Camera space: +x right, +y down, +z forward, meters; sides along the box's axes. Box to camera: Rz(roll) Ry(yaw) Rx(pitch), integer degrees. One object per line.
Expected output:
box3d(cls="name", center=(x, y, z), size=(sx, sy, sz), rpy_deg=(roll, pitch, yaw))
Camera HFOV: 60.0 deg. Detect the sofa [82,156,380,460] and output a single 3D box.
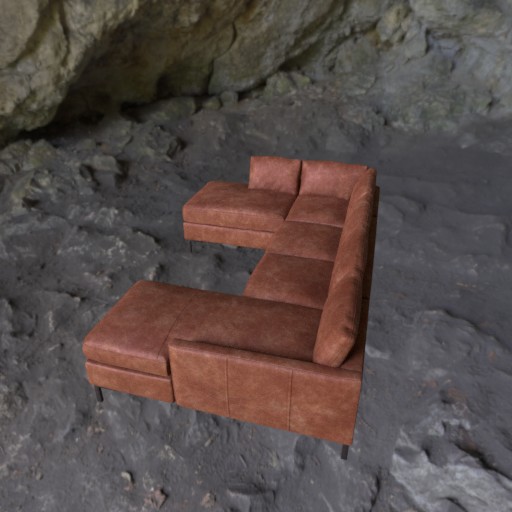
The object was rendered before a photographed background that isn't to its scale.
box3d(cls="sofa", center=(0.000, 0.000, 3.797), size=(1.939, 0.900, 2.956), rpy_deg=(8, 30, 13))
